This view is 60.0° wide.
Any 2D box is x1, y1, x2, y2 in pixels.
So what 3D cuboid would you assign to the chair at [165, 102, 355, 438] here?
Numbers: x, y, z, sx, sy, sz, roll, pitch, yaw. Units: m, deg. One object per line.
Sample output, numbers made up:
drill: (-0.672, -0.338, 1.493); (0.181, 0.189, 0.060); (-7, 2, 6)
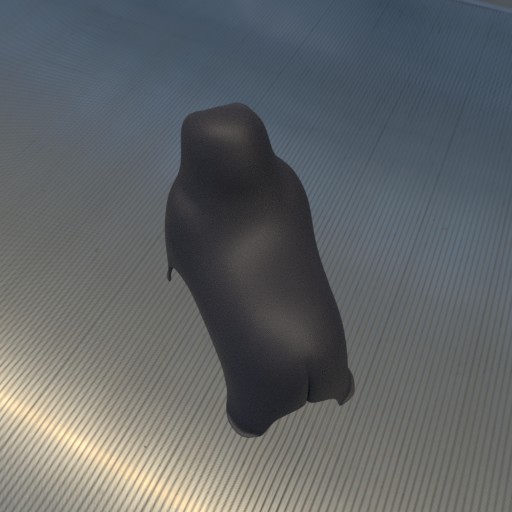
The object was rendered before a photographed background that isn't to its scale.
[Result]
chair: (0.000, 0.000, 1.178); (0.490, 0.600, 0.758); (-17, 59, -11)
